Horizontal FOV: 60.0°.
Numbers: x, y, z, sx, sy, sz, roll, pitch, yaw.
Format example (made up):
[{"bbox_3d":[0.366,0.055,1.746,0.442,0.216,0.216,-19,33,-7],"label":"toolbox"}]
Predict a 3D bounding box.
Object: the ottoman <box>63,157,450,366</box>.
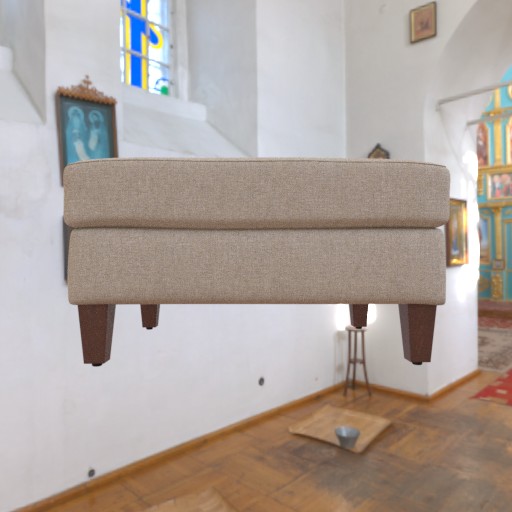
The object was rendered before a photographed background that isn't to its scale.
[{"bbox_3d":[0.000,0.000,1.316,0.898,0.519,0.677,0,-1,-1],"label":"ottoman"}]
